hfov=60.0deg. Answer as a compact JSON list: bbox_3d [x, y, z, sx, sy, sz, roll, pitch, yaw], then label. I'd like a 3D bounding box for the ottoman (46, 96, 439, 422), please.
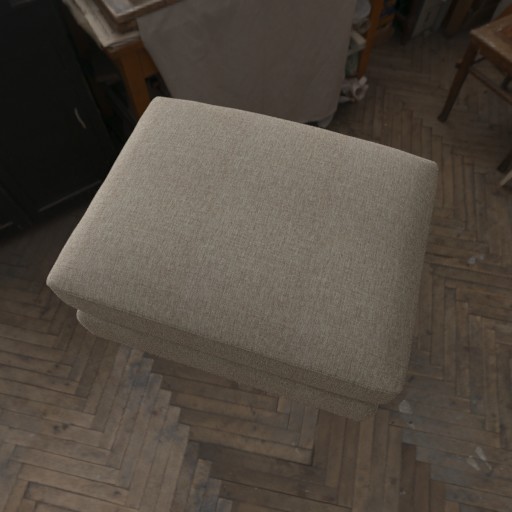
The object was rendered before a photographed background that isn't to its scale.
[{"bbox_3d":[0.000,0.000,1.129,0.741,0.513,0.584,16,63,8],"label":"ottoman"}]
